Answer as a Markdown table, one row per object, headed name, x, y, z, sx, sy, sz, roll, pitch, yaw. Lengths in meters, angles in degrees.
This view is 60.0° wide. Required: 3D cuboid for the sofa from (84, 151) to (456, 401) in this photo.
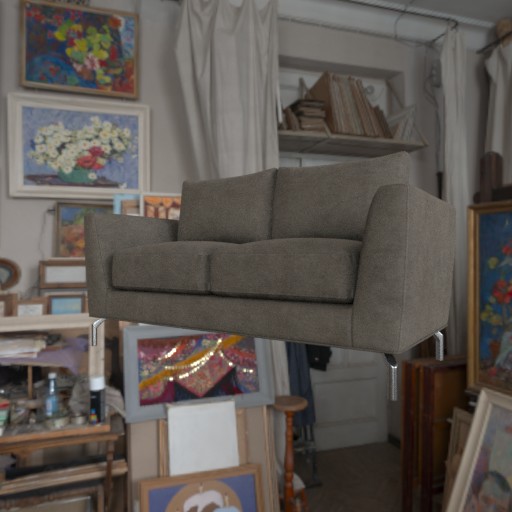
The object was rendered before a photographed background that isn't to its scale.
| name | x | y | z | sx | sy | sz | roll | pitch | yaw |
| --- | --- | --- | --- | --- | --- | --- | --- | --- | --- |
| sofa | 0.000 | 0.000 | 2.347 | 1.832 | 1.013 | 0.855 | 0 | 0 | 35 |
